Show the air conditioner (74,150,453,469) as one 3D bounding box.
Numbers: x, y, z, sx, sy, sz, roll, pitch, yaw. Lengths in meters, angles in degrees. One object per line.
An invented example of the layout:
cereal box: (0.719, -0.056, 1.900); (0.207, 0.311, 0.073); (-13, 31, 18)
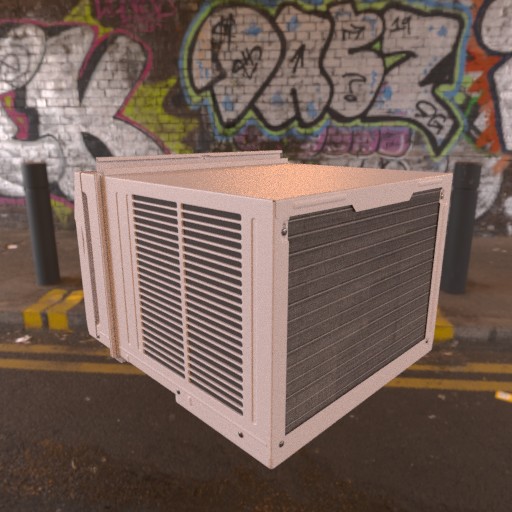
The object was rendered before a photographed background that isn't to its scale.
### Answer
air conditioner: (0.000, 0.000, 0.879); (0.503, 0.388, 0.546); (-15, 21, -43)
